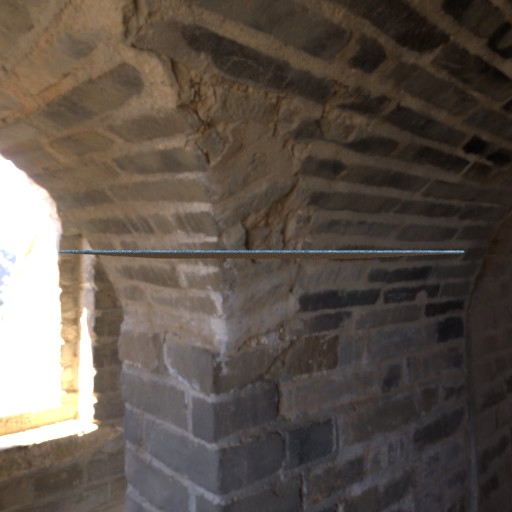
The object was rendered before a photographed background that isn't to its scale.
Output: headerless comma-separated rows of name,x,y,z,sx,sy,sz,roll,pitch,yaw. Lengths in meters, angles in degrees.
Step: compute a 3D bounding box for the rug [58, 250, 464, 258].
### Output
rug,0.000,0.000,4.174,2.441,0.016,3.050,0,-1,-2
